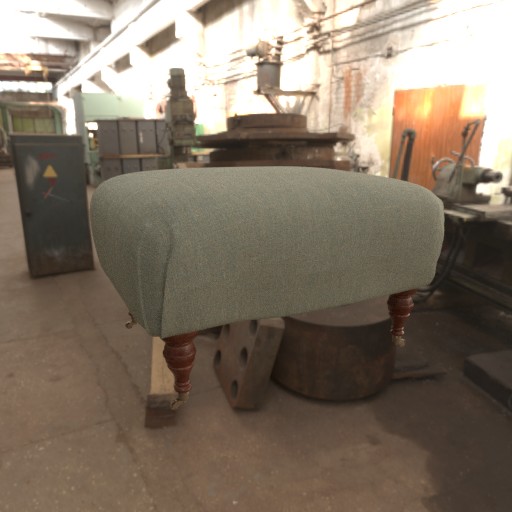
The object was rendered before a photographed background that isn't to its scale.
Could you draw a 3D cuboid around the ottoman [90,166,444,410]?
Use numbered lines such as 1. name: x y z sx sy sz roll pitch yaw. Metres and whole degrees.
1. ottoman: 0.000 0.000 1.147 0.747 0.450 0.622 -7 17 -26
